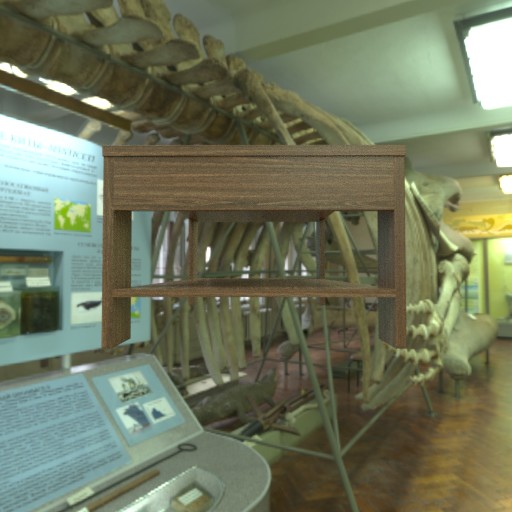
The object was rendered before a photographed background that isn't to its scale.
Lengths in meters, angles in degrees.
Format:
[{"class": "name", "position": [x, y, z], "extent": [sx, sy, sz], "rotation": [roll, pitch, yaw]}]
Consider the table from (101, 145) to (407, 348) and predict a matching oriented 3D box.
[{"class": "table", "position": [0.000, 0.000, 1.468], "extent": [0.600, 0.400, 1.200], "rotation": [0, -2, 0]}]
